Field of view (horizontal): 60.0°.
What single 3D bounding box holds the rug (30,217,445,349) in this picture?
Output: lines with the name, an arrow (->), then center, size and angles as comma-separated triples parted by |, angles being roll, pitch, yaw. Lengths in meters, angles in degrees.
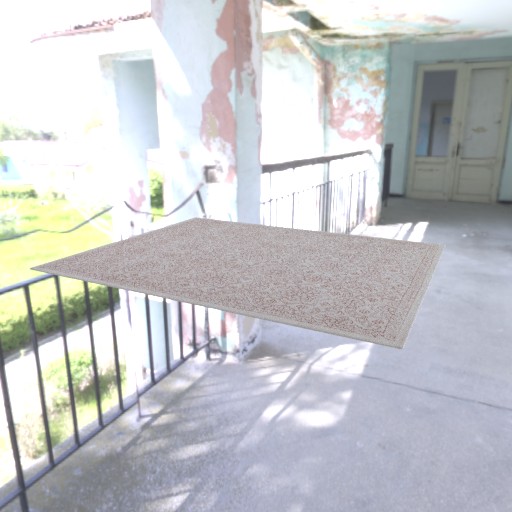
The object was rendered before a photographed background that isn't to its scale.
rug -> 0.000, 0.000, 4.109 | 3.050, 0.015, 2.441 | 8, 18, 26
